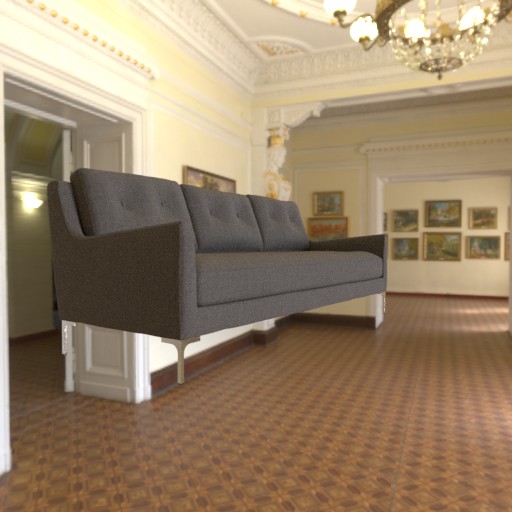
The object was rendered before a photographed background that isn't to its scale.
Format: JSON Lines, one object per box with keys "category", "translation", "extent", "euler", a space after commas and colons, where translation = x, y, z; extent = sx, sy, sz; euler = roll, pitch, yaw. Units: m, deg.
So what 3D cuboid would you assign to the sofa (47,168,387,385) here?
{"category": "sofa", "translation": [0.000, 0.000, 2.558], "extent": [0.849, 0.837, 2.060], "euler": [1, 2, 36]}
